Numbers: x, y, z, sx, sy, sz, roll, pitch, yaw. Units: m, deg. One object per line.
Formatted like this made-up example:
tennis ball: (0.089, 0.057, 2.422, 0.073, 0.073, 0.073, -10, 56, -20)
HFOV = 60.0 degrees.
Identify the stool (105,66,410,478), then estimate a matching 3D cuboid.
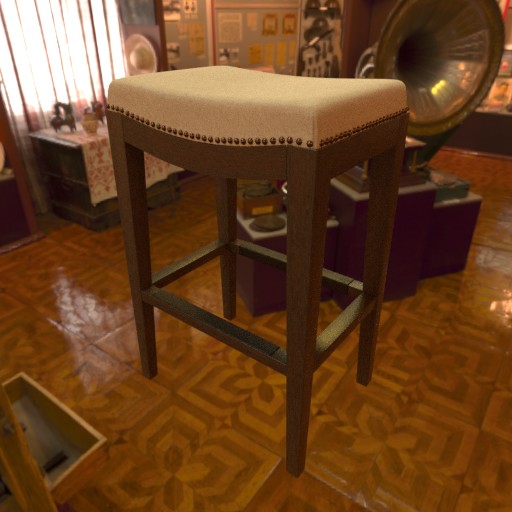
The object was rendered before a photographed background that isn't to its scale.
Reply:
stool: (0.000, 0.000, 1.010, 0.498, 0.759, 0.358, 20, 35, 32)
